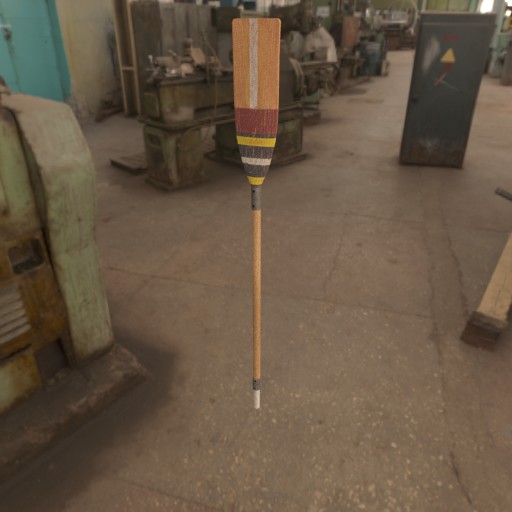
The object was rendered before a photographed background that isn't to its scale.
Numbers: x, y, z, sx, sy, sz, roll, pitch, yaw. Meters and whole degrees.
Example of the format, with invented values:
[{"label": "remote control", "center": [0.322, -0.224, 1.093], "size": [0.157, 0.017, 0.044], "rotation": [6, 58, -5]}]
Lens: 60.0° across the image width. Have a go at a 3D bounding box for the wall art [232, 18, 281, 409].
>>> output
[{"label": "wall art", "center": [0.000, 0.000, 1.646], "size": [0.146, 1.556, 0.038], "rotation": [9, 30, 17]}]
